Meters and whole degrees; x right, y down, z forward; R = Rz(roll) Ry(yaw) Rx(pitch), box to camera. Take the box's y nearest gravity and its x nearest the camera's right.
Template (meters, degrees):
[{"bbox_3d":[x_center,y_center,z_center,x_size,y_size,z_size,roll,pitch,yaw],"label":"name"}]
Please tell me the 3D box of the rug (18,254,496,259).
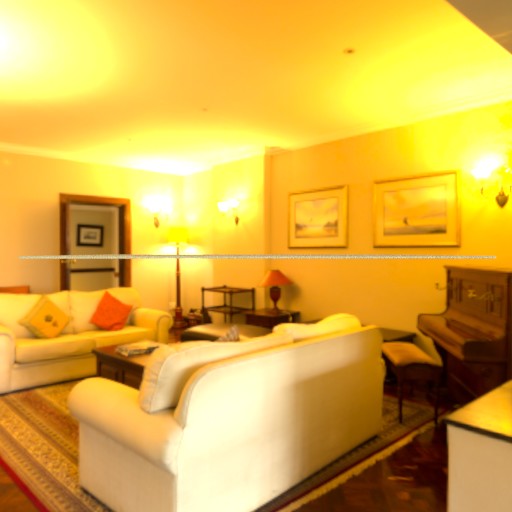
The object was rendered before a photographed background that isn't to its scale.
[{"bbox_3d":[0.000,0.000,2.296,1.829,0.010,1.219,0,0,-2],"label":"rug"}]
